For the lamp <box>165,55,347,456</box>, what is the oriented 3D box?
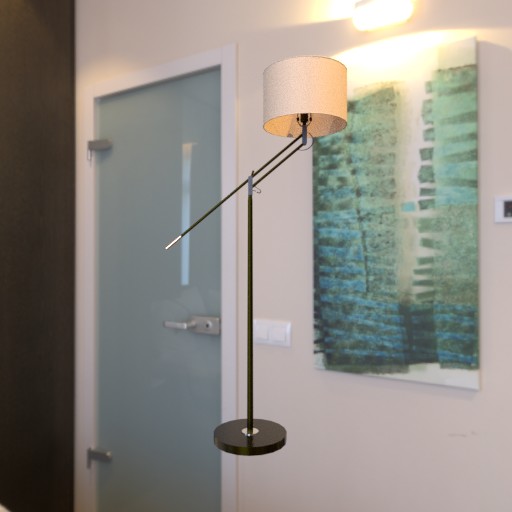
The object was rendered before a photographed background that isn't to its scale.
[{"bbox_3d":[0.000,0.000,1.978,0.809,1.635,0.373,0,0,0],"label":"lamp"}]
